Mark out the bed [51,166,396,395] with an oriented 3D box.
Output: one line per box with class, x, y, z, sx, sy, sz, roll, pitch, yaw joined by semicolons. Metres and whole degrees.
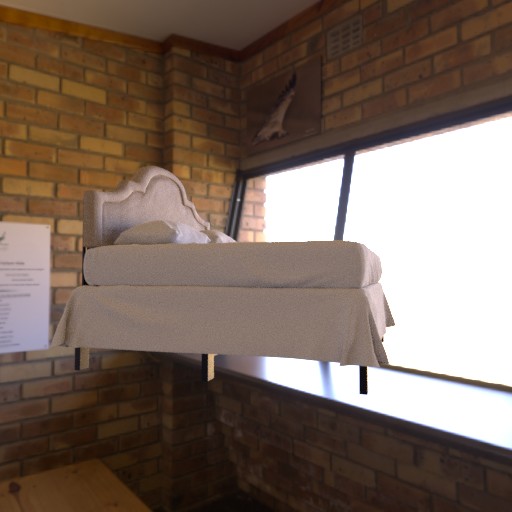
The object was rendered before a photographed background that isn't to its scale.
bed;0.000;0.000;3.761;2.222;1.631;2.303;-1;-2;19
